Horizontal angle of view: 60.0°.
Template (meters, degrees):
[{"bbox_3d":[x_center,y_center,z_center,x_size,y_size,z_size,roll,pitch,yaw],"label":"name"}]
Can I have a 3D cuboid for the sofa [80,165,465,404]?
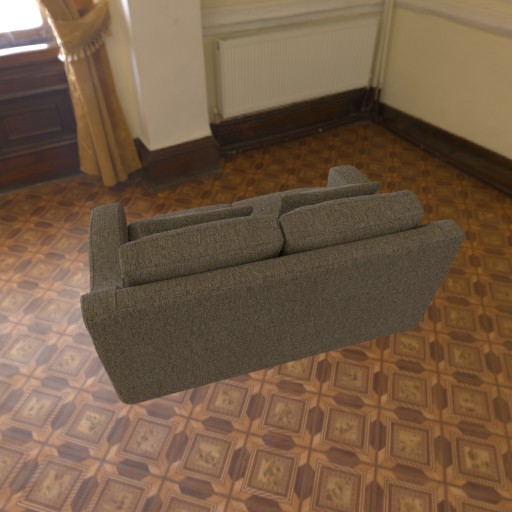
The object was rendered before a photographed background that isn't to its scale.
[{"bbox_3d":[0.000,0.000,2.499,1.778,0.991,1.120,-11,42,-13],"label":"sofa"}]
